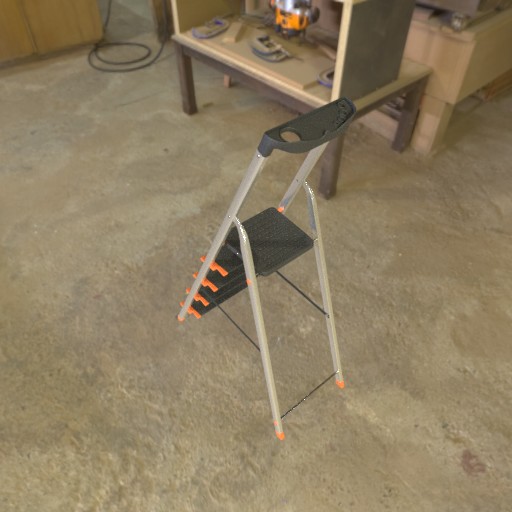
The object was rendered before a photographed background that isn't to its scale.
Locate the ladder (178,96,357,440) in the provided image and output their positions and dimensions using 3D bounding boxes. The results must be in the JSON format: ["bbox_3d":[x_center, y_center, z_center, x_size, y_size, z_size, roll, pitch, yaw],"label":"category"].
[{"bbox_3d":[0.000,0.000,2.054,0.480,1.646,0.995,-31,54,-26],"label":"ladder"}]
